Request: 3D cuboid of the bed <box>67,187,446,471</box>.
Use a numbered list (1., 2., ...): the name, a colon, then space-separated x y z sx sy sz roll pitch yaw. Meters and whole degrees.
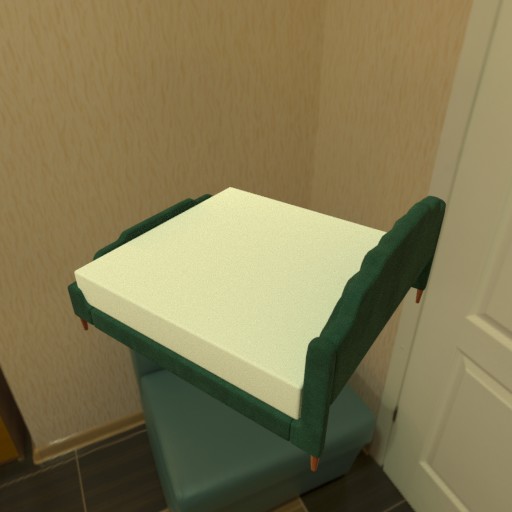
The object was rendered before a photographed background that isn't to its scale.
1. bed: 0.000 0.000 3.634 2.340 1.245 2.074 20 38 29
